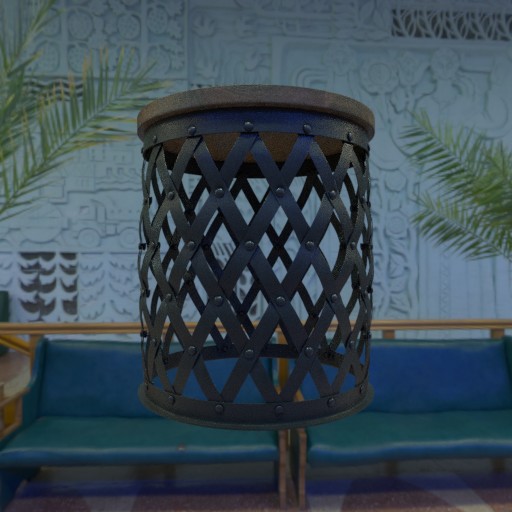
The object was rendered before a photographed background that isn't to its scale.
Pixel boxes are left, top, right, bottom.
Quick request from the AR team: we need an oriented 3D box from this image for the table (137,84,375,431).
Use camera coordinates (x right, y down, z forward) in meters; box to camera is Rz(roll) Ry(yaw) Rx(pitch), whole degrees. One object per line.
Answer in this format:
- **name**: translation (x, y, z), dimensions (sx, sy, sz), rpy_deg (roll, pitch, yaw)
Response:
- **table**: translation (0.000, 0.000, 0.782), dimensions (0.405, 0.454, 0.405), rpy_deg (0, 1, 0)
